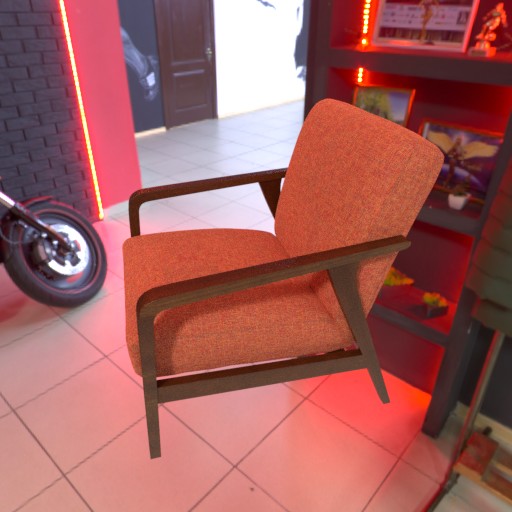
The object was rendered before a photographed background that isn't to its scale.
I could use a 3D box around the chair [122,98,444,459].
[{"bbox_3d":[0.000,0.000,1.460,0.860,0.890,0.719,-8,31,-14],"label":"chair"}]
